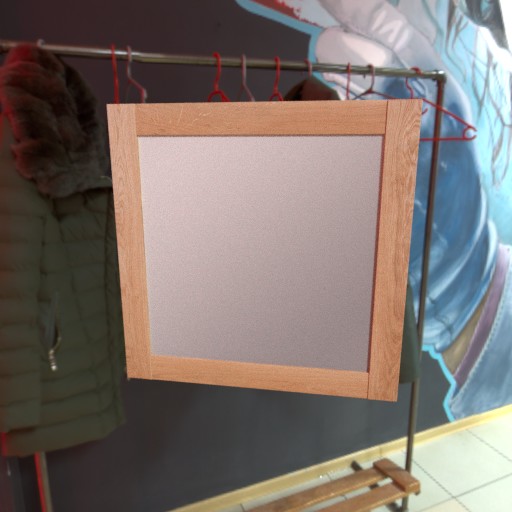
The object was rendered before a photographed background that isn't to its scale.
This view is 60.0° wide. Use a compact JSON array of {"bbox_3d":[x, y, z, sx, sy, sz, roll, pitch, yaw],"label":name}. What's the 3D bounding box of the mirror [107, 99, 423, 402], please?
[{"bbox_3d":[0.000,0.000,1.215,0.800,0.800,0.020,2,14,9],"label":"mirror"}]
